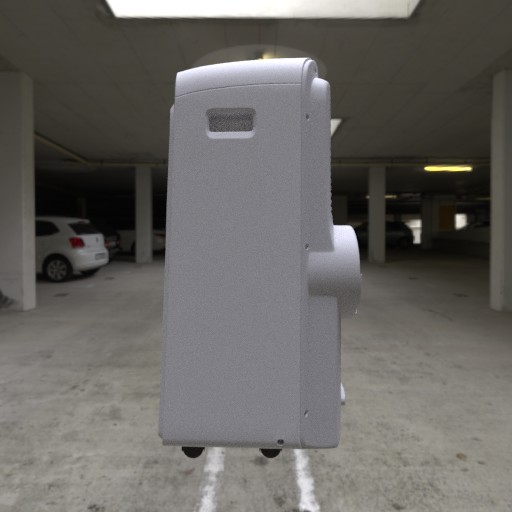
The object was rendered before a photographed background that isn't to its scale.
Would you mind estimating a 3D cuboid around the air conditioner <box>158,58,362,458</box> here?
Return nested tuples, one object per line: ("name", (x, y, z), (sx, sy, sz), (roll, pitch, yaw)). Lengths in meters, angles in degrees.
("air conditioner", (0.000, 0.000, 0.946), (0.365, 0.700, 0.454), (0, 1, 0))
